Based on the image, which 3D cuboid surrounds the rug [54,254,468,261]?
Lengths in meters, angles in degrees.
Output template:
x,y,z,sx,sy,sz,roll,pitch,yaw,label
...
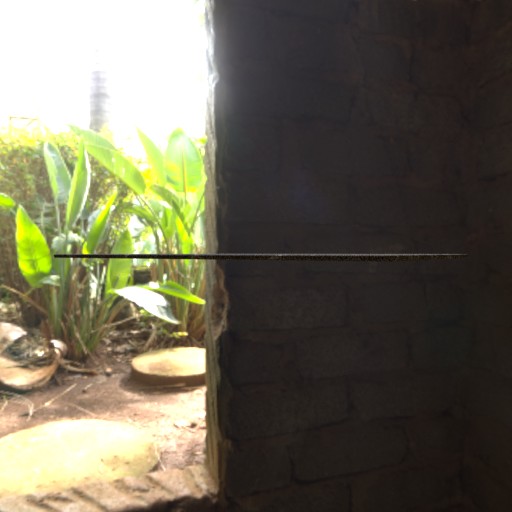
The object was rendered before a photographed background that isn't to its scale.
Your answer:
x,y,z,sx,sy,sz,roll,pitch,yaw,label
0.000,0.000,3.477,2.743,0.030,1.778,0,0,36,rug
